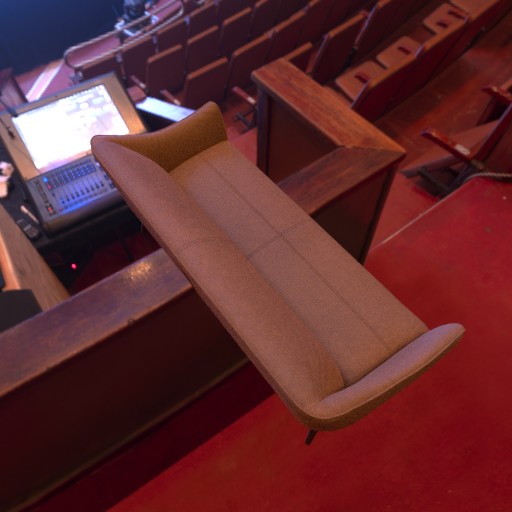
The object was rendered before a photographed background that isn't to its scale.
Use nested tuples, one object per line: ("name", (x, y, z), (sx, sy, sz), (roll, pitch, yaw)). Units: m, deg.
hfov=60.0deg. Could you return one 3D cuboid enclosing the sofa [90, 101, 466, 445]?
("sofa", (0.000, 0.000, 2.330), (0.869, 0.830, 1.928), (-33, 62, -20))
